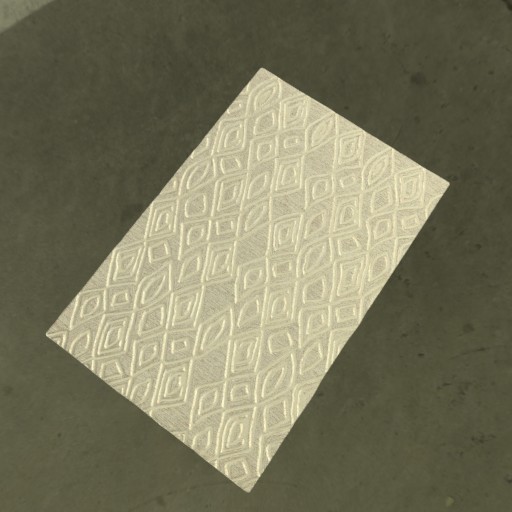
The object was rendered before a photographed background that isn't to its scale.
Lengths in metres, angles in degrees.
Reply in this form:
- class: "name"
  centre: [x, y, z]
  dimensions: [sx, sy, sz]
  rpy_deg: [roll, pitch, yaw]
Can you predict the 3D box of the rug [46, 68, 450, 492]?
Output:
- class: "rug"
  centre: [0.000, 0.000, 2.248]
  dimensions: [1.224, 0.016, 1.832]
  rpy_deg: [35, 79, 8]
